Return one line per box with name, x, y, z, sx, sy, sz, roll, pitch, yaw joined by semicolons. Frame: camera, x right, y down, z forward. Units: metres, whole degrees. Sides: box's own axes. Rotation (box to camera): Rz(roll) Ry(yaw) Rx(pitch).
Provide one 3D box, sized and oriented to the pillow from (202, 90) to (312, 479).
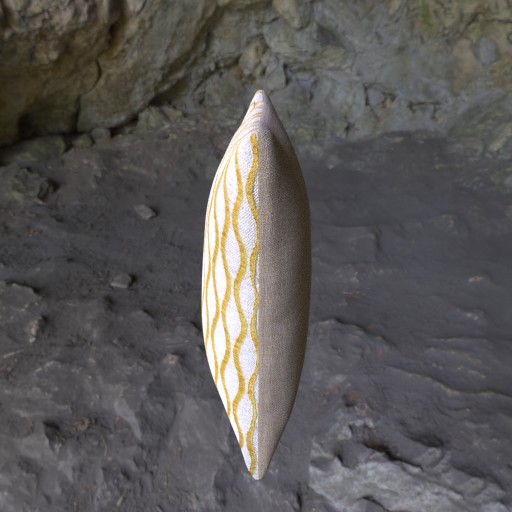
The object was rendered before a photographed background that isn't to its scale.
pillow;0.000;0.000;0.663;0.159;0.436;0.429;0;26;0
